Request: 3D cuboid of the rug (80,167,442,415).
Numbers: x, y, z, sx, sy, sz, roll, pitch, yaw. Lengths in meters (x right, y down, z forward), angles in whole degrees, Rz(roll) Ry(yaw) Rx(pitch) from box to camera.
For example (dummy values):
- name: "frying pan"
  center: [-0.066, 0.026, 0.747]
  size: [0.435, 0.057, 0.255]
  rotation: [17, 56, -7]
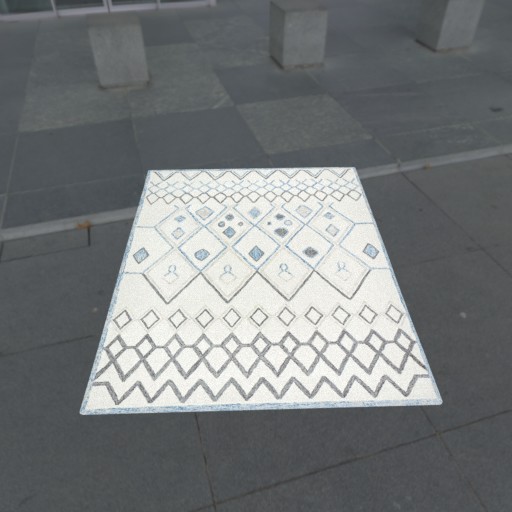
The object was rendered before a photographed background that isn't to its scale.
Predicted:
- name: "rug"
  center: [0.000, 0.000, 4.098]
  size: [2.441, 0.013, 3.056]
  rotation: [-1, 42, -1]
